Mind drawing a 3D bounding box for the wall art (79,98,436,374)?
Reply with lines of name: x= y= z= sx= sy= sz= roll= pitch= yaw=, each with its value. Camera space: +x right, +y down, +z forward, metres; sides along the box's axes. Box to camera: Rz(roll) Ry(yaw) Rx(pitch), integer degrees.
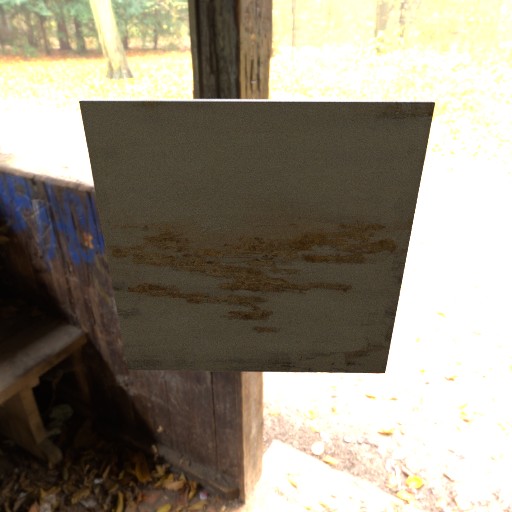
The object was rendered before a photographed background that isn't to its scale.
wall art: x=0.000 y=0.000 z=1.517 sx=1.015 sy=1.018 sz=0.040 roll=1 pitch=29 yaw=1
